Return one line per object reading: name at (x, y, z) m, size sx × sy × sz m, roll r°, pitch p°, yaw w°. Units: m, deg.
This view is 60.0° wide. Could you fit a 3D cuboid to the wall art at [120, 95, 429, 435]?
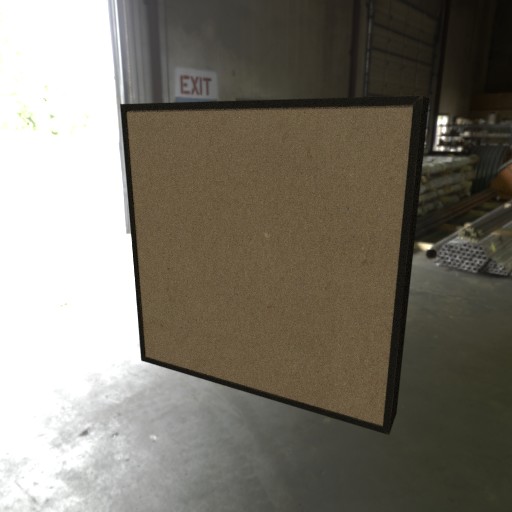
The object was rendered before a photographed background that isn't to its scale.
wall art at (0.000, 0.000, 0.462) m, size 0.305 × 0.305 × 0.038 m, roll 8°, pitch 18°, yaw 26°
